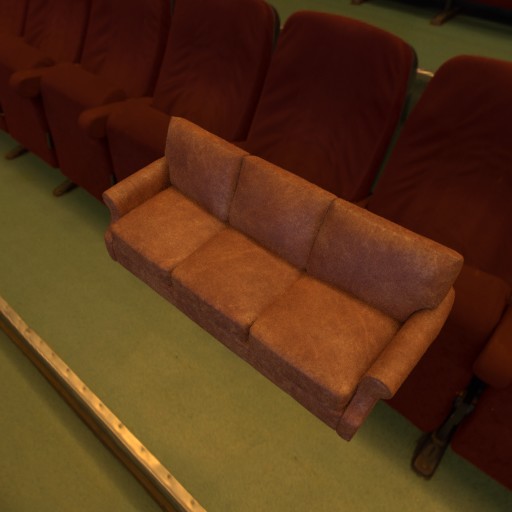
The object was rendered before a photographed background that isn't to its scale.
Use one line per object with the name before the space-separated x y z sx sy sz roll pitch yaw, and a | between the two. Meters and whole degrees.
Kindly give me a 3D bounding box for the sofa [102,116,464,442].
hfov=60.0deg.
sofa | 0.000 0.000 2.907 2.351 0.977 0.973 32 54 27
